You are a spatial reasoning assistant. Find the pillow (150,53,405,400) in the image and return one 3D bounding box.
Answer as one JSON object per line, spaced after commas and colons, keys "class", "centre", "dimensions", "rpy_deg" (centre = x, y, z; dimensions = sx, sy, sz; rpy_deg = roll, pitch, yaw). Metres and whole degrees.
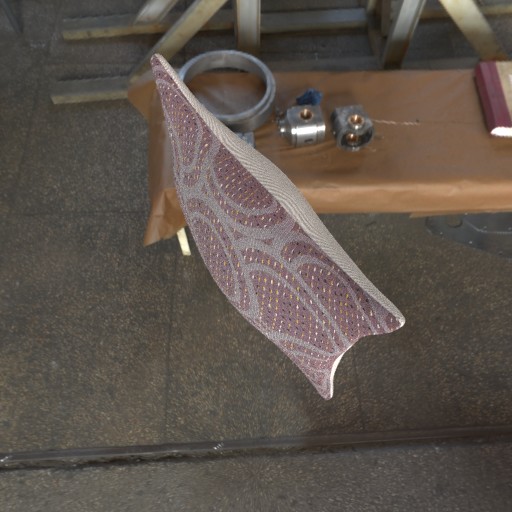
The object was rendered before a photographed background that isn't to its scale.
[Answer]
{"class": "pillow", "centre": [0.000, 0.000, 0.784], "dimensions": [0.163, 0.513, 0.514], "rpy_deg": [-33, 68, -15]}
